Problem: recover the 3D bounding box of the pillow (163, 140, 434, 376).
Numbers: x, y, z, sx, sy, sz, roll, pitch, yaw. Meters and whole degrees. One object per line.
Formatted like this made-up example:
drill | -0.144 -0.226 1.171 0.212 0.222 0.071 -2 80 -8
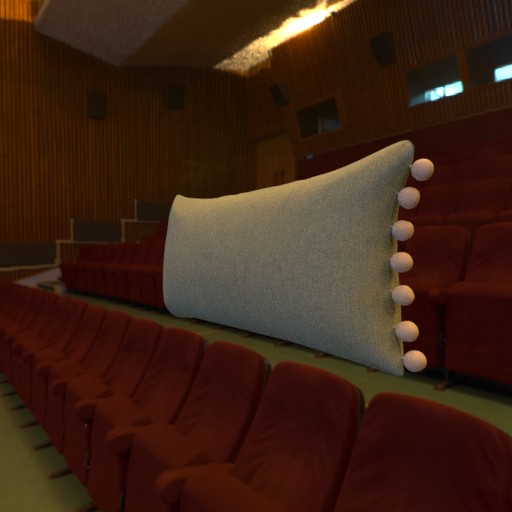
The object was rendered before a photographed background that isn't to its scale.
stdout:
pillow | 0.000 0.000 0.851 0.201 0.322 0.709 -1 1 -38
